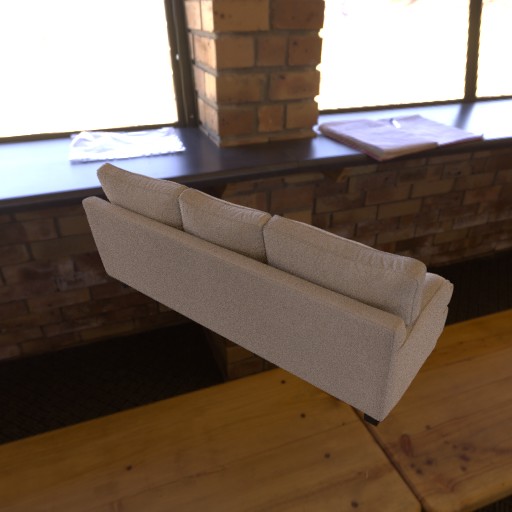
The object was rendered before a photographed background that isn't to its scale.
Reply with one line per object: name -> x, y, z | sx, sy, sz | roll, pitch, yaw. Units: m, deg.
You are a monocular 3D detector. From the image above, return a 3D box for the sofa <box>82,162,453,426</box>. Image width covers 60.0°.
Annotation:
sofa -> 0.000, 0.000, 2.941 | 2.323, 0.991, 1.016 | 21, 36, 32
